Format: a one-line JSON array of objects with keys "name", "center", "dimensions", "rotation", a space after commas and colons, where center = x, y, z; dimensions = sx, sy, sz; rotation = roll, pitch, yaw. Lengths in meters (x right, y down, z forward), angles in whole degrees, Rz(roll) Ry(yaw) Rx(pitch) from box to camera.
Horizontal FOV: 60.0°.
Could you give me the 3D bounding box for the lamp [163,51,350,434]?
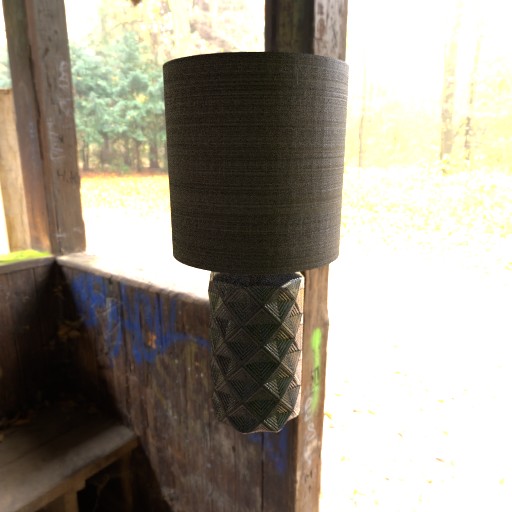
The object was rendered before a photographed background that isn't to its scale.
[{"name": "lamp", "center": [0.000, 0.000, 0.721], "dimensions": [0.268, 0.566, 0.269], "rotation": [2, 15, 9]}]
